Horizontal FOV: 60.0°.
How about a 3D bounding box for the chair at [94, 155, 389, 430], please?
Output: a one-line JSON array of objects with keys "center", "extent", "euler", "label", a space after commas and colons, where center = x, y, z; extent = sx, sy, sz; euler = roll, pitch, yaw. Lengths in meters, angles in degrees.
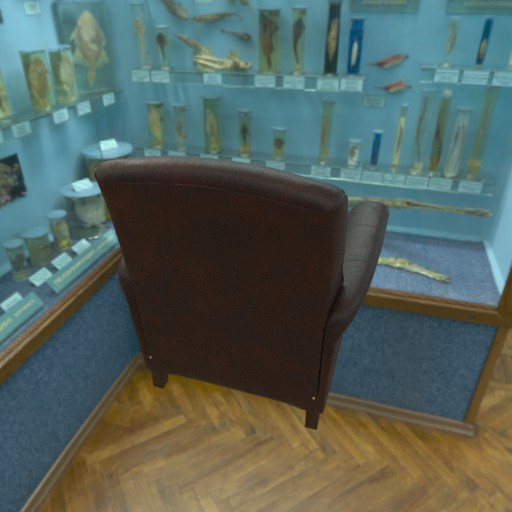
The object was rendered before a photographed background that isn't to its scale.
[{"center": [0.000, 0.000, 1.806], "extent": [0.978, 1.061, 0.902], "euler": [10, 32, 16], "label": "chair"}]
